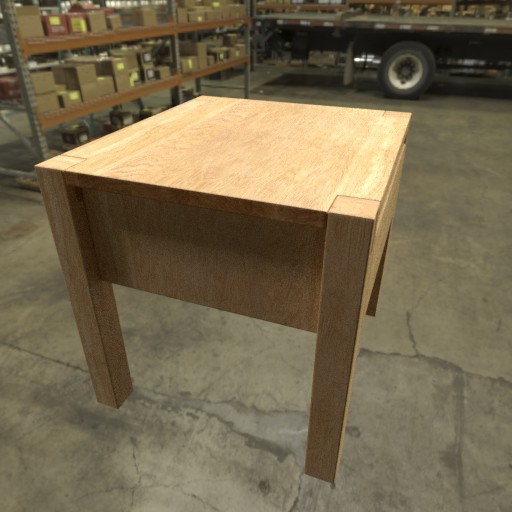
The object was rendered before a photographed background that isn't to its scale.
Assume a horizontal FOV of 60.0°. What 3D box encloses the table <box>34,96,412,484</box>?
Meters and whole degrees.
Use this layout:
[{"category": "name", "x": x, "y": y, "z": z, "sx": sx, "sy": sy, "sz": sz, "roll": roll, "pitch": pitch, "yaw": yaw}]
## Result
[{"category": "table", "x": 0.000, "y": 0.000, "z": 0.819, "sx": 0.440, "sy": 0.450, "sz": 0.480, "roll": 11, "pitch": 33, "yaw": 18}]
